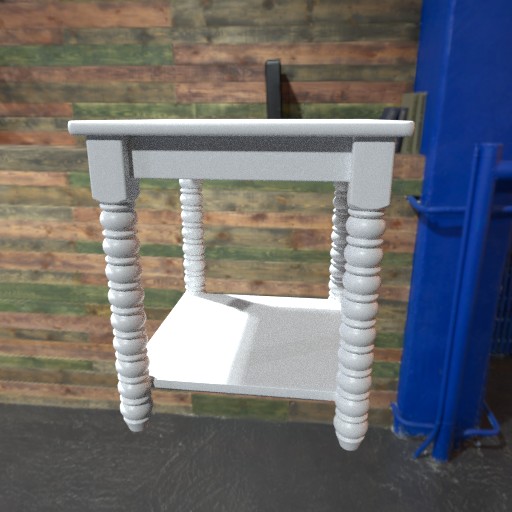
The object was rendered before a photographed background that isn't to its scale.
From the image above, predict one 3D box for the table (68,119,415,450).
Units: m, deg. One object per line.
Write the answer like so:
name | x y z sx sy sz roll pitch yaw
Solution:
table | 0.000 0.000 0.958 0.500 0.563 0.533 2 18 7
